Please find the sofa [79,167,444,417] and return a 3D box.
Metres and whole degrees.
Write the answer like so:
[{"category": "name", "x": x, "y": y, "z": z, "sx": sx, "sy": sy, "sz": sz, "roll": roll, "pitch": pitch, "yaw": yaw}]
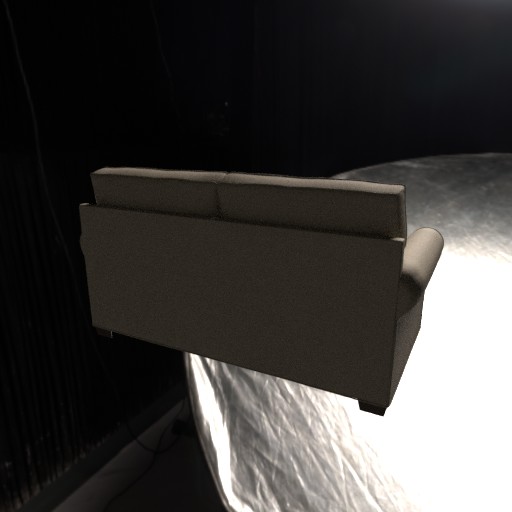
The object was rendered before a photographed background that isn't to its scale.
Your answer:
[{"category": "sofa", "x": 0.000, "y": 0.000, "z": 2.358, "sx": 1.774, "sy": 0.933, "sz": 0.861, "roll": 8, "pitch": 18, "yaw": 27}]
